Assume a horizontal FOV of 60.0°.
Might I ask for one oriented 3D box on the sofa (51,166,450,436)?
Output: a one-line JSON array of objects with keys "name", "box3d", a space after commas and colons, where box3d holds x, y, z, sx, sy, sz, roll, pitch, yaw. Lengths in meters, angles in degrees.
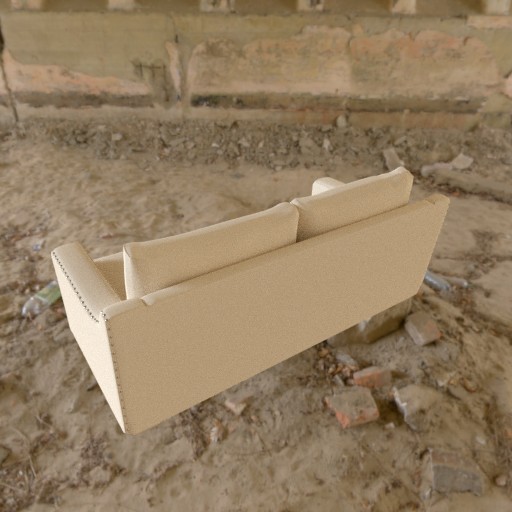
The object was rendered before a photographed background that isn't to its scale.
[{"name": "sofa", "box3d": [0.000, 0.000, 2.323, 1.812, 0.830, 0.949, -19, 35, -29]}]
